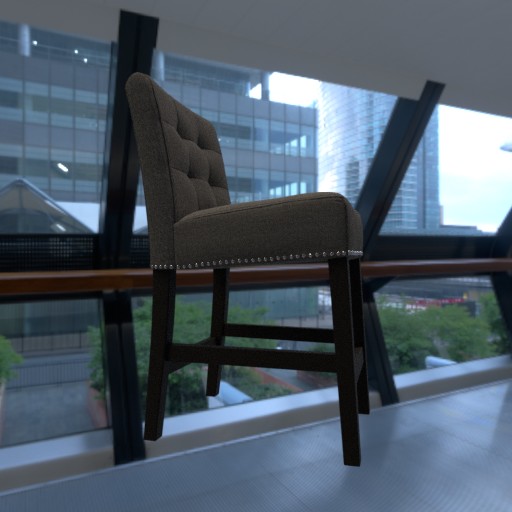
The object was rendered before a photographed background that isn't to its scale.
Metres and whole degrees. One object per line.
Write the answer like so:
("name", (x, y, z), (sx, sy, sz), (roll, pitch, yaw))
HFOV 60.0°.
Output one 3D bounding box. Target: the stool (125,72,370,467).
("stool", (0.000, 0.000, 1.183), (0.571, 0.885, 0.427), (0, 0, 18))
